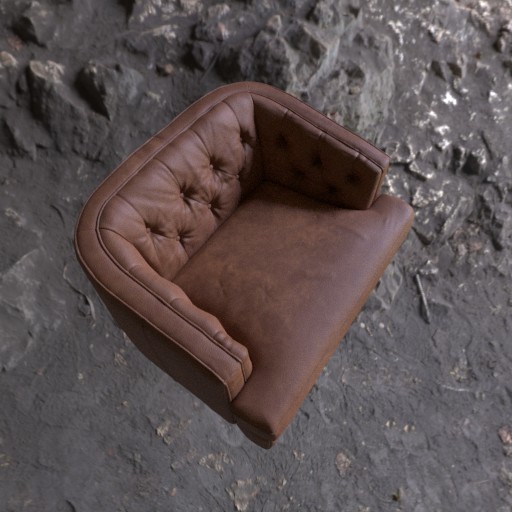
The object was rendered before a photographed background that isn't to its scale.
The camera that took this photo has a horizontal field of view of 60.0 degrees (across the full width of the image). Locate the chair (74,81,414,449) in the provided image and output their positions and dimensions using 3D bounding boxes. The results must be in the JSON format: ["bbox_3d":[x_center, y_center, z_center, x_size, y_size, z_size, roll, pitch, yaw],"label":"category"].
[{"bbox_3d":[0.000,0.000,1.787,0.911,0.836,1.119,30,62,18],"label":"chair"}]
